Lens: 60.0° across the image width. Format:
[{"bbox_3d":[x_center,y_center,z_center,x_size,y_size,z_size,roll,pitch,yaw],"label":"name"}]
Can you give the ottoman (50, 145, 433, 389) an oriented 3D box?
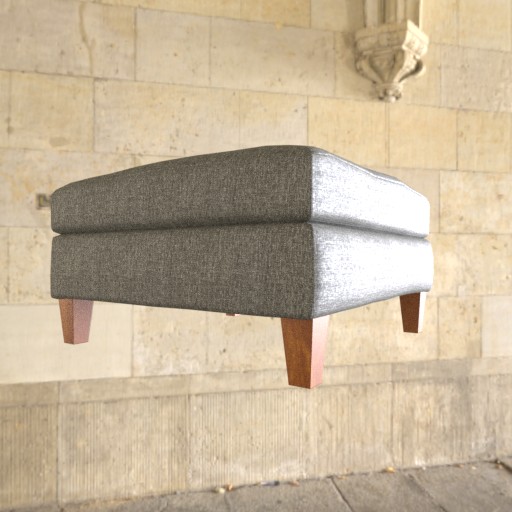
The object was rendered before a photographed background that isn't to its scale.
[{"bbox_3d":[0.000,0.000,1.320,0.838,0.481,0.838,0,0,35],"label":"ottoman"}]
